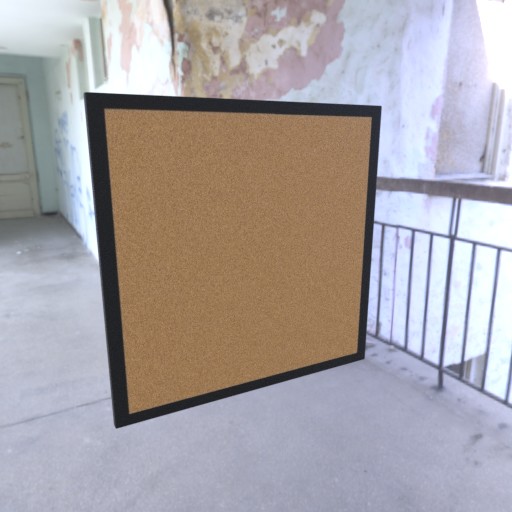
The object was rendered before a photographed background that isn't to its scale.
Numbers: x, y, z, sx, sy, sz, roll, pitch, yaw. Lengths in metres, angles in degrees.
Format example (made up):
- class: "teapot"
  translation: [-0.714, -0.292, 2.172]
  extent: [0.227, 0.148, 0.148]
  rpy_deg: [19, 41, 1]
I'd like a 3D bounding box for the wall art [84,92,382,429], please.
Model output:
- class: "wall art"
  translation: [0.000, 0.000, 0.988]
  extent: [0.663, 0.659, 0.016]
  rpy_deg: [-7, 16, -26]
